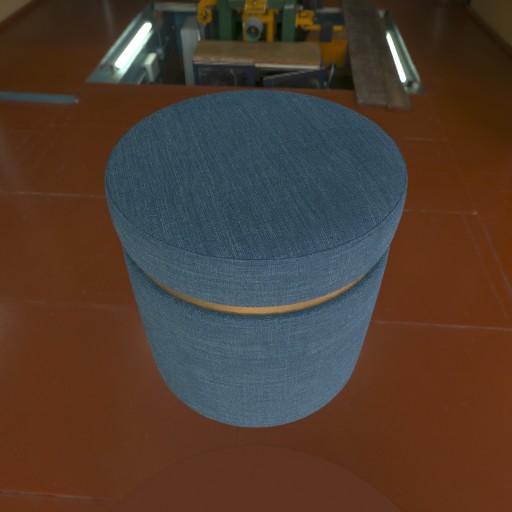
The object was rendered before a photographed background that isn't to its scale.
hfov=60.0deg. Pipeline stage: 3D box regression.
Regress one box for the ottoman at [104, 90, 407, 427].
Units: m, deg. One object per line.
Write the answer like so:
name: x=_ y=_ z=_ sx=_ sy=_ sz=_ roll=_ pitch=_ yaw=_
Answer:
ottoman: x=0.000 y=0.000 z=0.718 sx=0.398 sy=0.406 sz=0.398 roll=0 pitch=45 yaw=0
